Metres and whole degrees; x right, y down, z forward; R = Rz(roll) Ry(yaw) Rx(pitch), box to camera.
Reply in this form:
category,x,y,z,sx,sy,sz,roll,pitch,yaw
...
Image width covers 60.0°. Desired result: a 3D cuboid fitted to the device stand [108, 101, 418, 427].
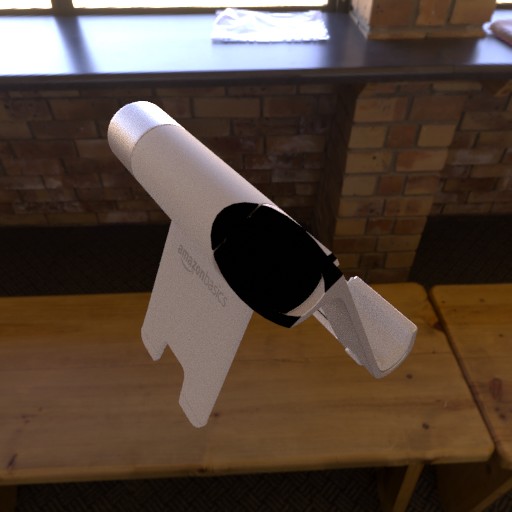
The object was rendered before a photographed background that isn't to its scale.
category,x,y,z,sx,sy,sz,roll,pitch,yaw
device stand,0.000,0.000,0.149,0.079,0.084,0.086,-25,48,-24
